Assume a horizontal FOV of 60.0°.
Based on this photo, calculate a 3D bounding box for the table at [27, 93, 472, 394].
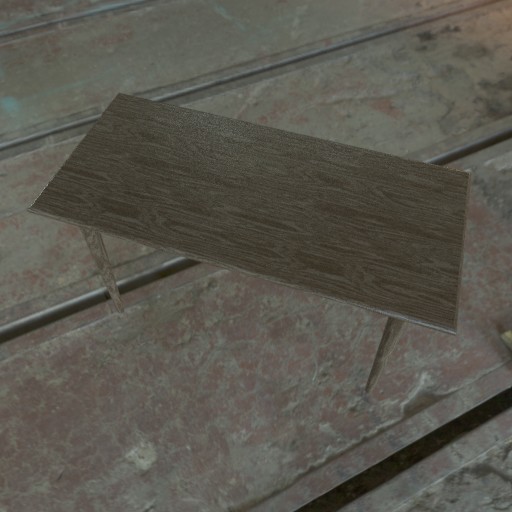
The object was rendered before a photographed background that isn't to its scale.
[{"bbox_3d":[0.000,0.000,1.740,1.300,0.780,0.599,16,59,10],"label":"table"}]
